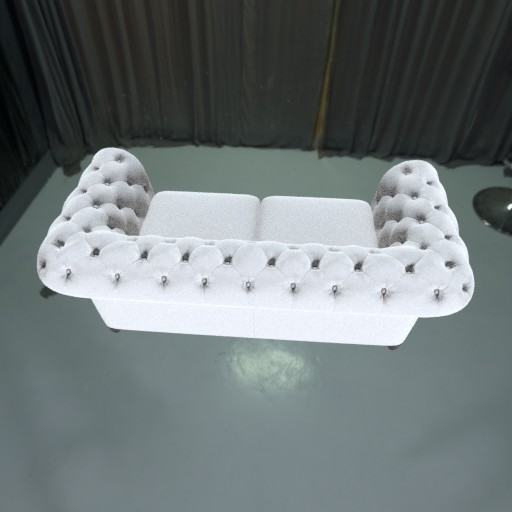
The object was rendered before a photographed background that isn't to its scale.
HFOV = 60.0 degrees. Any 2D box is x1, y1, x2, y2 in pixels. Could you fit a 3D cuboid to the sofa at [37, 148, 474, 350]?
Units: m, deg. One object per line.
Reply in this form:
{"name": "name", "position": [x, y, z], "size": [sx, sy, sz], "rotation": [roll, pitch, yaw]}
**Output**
{"name": "sofa", "position": [0.000, 0.000, 2.409], "size": [1.998, 0.764, 0.986], "rotation": [3, 46, 3]}
